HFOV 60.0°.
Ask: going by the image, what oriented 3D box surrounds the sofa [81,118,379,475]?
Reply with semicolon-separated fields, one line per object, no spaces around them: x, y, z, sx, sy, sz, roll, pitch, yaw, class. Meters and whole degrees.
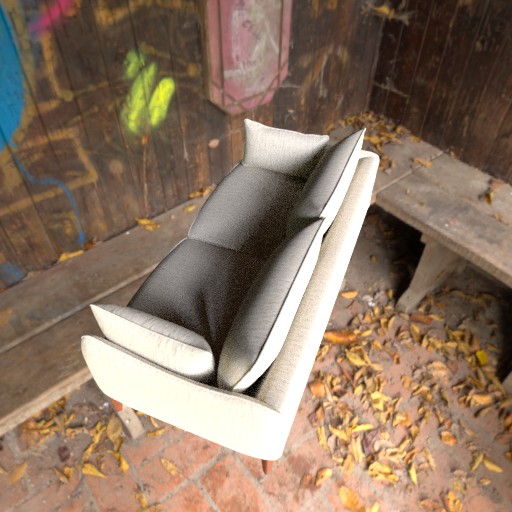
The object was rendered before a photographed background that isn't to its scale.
0.000;0.000;2.549;0.991;0.860;1.989;16;48;15;sofa
